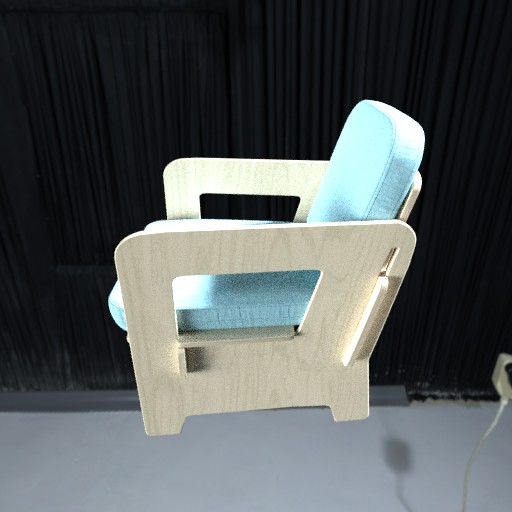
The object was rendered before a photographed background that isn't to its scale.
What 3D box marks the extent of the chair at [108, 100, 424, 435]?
[{"bbox_3d":[0.000,0.000,1.239,0.710,0.800,0.590,0,27,0],"label":"chair"}]
